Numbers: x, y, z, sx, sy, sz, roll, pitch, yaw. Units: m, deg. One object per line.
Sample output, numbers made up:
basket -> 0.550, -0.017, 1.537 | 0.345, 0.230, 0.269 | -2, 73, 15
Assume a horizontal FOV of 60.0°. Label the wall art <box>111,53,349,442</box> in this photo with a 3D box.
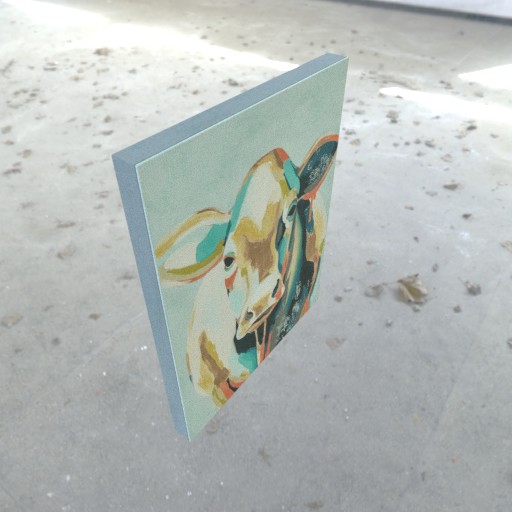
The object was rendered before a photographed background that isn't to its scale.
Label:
wall art -> 0.000, 0.000, 0.700 | 0.037, 0.509, 0.409 | 26, 47, 27
